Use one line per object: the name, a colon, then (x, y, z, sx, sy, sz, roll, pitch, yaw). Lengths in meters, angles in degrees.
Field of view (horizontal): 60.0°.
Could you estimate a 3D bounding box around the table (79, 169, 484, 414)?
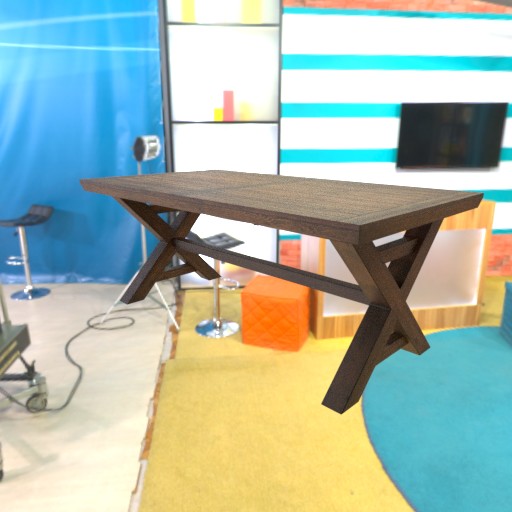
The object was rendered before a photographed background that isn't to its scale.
table: (0.000, 0.000, 2.496, 1.966, 0.793, 1.071, 15, 21, 43)
